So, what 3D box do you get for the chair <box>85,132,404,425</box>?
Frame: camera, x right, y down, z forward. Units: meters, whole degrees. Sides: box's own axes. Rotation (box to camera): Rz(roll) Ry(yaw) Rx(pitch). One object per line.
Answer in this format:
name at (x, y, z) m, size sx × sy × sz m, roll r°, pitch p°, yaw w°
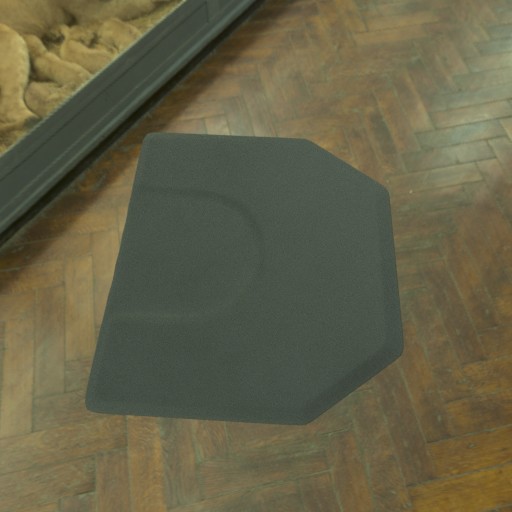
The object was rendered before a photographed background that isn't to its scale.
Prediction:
chair at (0.000, 0.000, 1.937) m, size 1.219 × 0.024 × 1.372 m, roll 3°, pitch 63°, yaw 2°
